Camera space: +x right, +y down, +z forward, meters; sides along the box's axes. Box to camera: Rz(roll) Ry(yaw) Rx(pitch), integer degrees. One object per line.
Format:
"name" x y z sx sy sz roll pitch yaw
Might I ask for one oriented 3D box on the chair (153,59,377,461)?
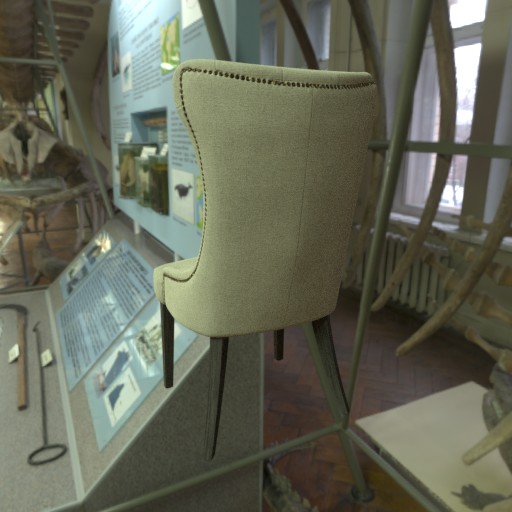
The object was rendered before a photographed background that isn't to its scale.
"chair" 0.000 0.000 1.405 0.584 1.065 0.590 -7 16 -26
